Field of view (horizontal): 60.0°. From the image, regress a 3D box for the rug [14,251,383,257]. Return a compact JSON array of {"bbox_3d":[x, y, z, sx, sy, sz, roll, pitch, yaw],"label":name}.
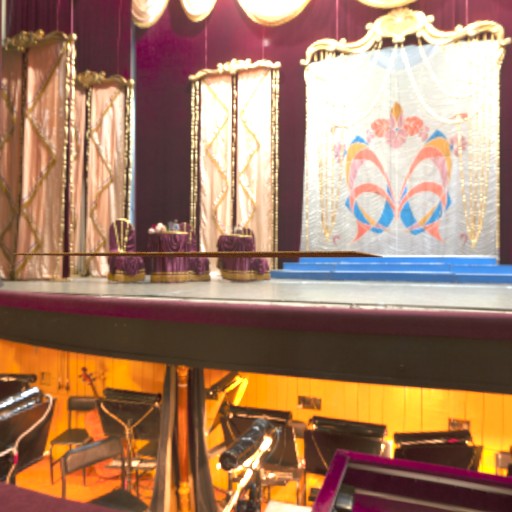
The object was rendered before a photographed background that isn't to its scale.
[{"bbox_3d":[0.000,0.000,2.902,1.511,0.010,2.424,0,-1,18],"label":"rug"}]
